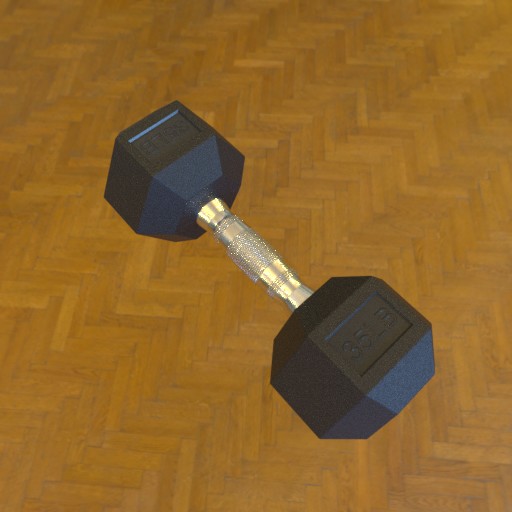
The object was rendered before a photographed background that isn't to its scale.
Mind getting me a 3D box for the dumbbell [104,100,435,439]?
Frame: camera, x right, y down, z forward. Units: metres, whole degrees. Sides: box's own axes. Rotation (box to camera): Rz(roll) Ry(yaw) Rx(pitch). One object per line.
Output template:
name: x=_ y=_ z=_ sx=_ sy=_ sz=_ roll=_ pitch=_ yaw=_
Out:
dumbbell: x=0.000 y=0.000 z=0.420 sx=0.141 sy=0.123 sz=0.356 roll=-39 pitch=70 yaw=-17
